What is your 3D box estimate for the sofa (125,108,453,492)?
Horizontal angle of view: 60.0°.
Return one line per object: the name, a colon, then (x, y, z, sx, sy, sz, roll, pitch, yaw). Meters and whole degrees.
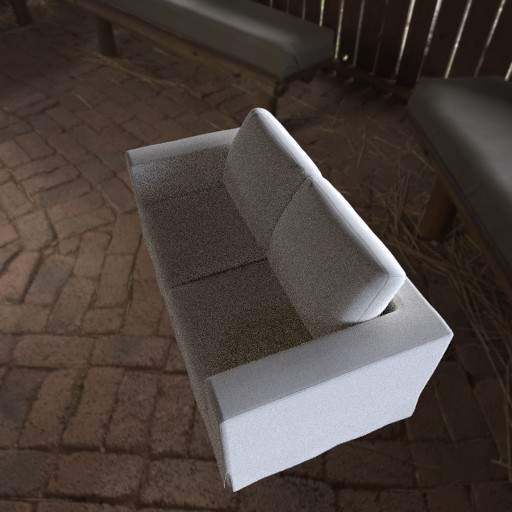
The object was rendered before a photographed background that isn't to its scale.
sofa: (0.000, 0.000, 2.348, 1.009, 0.932, 1.813, -16, 48, -15)
